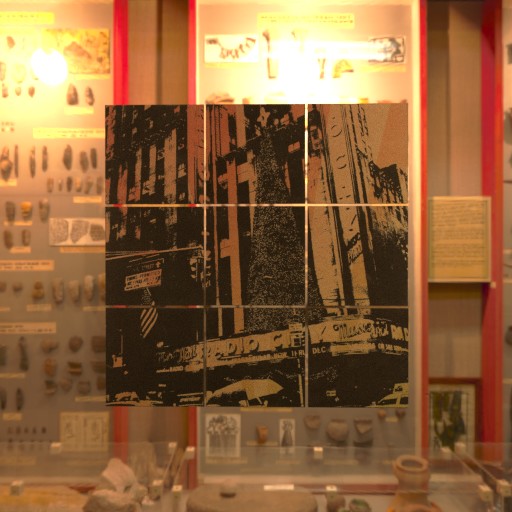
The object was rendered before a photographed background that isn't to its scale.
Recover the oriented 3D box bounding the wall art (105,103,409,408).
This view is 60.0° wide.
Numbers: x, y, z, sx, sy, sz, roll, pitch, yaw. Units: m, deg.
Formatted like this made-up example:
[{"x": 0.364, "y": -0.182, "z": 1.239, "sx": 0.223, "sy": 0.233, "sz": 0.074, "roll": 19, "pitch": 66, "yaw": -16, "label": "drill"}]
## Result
[{"x": 0.000, "y": 0.000, "z": 1.784, "sx": 1.216, "sy": 1.216, "sz": 0.013, "roll": 0, "pitch": 0, "yaw": 1, "label": "wall art"}]
